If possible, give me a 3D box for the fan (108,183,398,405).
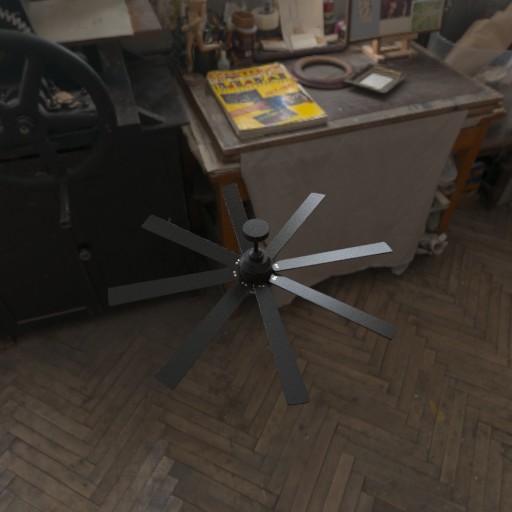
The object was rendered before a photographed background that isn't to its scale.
[{"bbox_3d":[0.000,0.000,2.722,1.830,0.472,1.830,24,51,21],"label":"fan"}]
